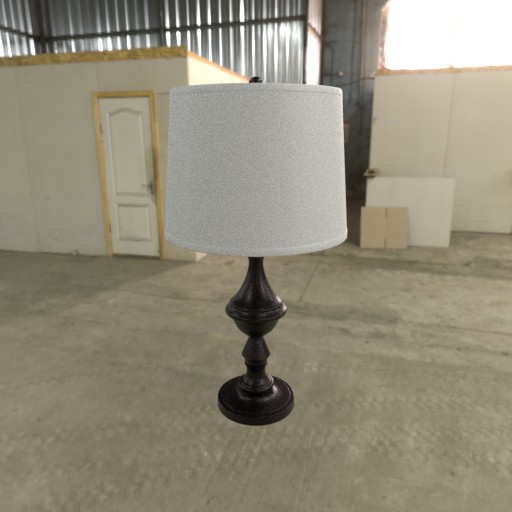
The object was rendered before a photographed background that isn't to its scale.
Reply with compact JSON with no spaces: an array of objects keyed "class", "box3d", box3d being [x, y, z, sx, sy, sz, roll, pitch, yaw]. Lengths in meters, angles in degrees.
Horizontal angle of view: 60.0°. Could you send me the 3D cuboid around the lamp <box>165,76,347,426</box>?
[{"class":"lamp","box3d":[0.000,0.000,0.963,0.383,0.726,0.383,0,16,0]}]
